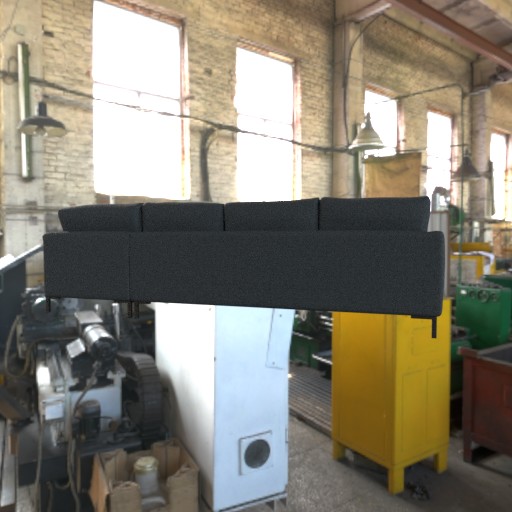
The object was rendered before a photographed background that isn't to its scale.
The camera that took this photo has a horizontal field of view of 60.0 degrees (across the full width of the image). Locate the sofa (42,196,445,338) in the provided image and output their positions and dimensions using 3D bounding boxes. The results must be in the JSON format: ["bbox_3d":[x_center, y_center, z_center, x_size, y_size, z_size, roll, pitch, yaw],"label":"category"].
[{"bbox_3d":[0.000,0.000,3.943,2.975,0.858,1.984,1,2,19],"label":"sofa"}]
